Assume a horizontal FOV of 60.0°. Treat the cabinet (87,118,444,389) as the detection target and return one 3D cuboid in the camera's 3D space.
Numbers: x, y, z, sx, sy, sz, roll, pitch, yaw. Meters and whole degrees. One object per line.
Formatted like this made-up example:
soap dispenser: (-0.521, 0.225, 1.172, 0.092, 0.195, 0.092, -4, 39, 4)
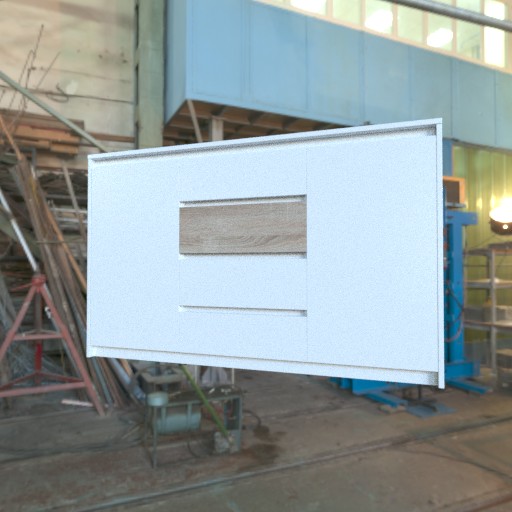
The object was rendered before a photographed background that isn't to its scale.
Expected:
cabinet: (0.000, 0.000, 1.886, 1.450, 0.900, 0.380, 0, -1, 20)
